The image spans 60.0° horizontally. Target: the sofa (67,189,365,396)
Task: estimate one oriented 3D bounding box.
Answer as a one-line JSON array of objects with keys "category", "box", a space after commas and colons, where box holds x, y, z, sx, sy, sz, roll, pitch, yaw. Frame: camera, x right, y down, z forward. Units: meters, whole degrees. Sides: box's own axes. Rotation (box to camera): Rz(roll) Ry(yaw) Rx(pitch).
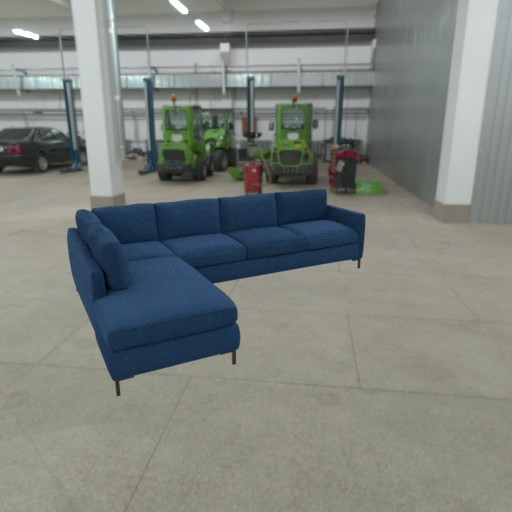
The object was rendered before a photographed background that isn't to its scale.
[{"category": "sofa", "box": [0.000, 0.000, 3.948, 2.949, 0.815, 2.007, -9, 19, -27]}]
